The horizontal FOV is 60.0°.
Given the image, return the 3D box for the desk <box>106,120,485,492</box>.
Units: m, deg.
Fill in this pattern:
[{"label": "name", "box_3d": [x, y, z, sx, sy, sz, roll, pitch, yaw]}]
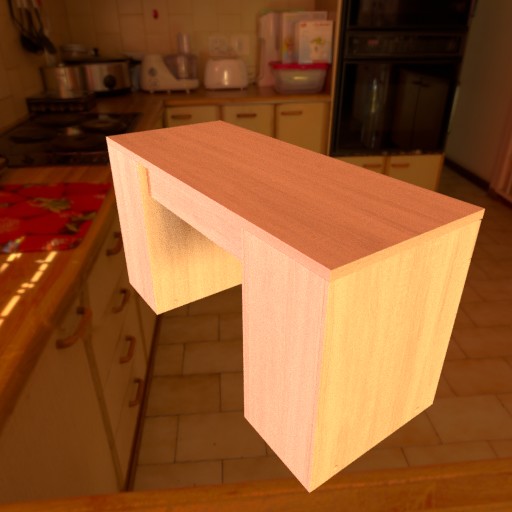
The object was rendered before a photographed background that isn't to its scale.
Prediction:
[{"label": "desk", "box_3d": [0.000, 0.000, 1.738, 0.600, 0.740, 1.390, -19, 34, -30]}]
